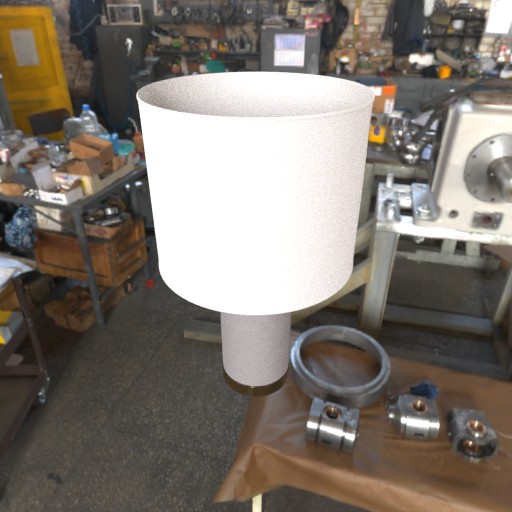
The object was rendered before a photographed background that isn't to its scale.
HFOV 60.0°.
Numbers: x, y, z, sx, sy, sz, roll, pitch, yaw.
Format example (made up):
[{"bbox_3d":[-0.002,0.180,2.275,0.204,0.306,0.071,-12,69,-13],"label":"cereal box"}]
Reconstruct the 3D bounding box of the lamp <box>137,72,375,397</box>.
[{"bbox_3d":[0.000,0.000,0.532,0.229,0.380,0.229,0,31,0],"label":"lamp"}]
